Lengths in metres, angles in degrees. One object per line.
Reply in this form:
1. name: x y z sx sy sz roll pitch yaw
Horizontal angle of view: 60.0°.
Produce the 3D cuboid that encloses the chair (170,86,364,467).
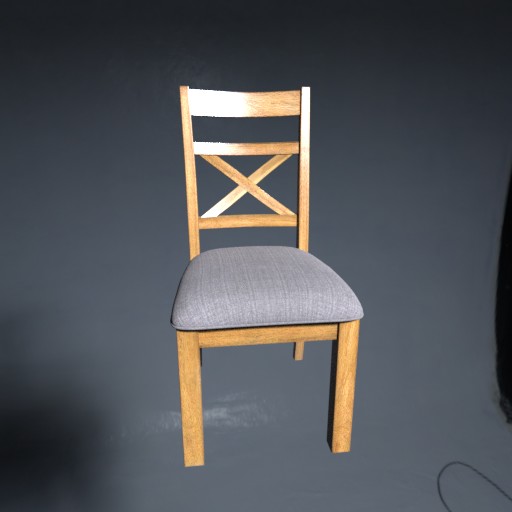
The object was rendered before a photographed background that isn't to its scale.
1. chair: 0.000 0.000 1.281 0.470 0.949 0.581 -2 17 -7
